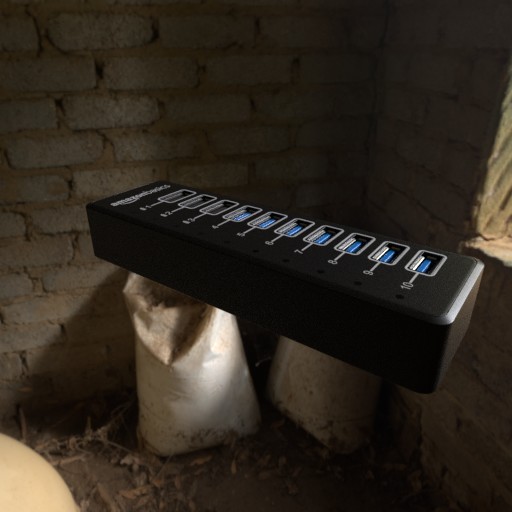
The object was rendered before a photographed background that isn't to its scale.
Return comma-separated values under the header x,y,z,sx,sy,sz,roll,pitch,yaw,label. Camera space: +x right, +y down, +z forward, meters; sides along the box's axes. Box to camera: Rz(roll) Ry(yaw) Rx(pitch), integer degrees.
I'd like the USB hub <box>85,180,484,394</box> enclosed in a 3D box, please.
x,y,z,sx,sy,sz,roll,pitch,yaw,label
0.000,0.000,0.164,0.145,0.023,0.044,18,32,32,USB hub
